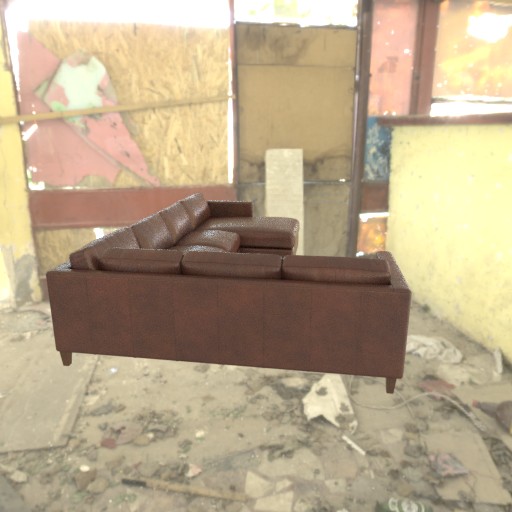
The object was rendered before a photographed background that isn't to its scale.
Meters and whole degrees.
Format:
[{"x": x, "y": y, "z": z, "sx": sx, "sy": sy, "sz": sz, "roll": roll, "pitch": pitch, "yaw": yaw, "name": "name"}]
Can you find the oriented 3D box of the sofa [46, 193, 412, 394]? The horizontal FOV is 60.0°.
[{"x": 0.000, "y": 0.000, "z": 4.538, "sx": 2.452, "sy": 0.891, "sz": 3.324, "roll": 2, "pitch": 16, "yaw": 9, "name": "sofa"}]
